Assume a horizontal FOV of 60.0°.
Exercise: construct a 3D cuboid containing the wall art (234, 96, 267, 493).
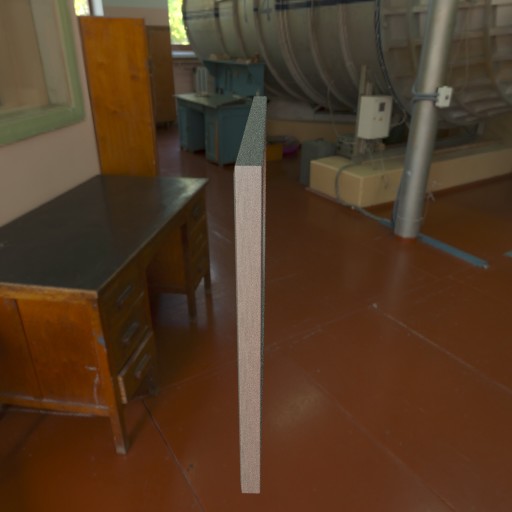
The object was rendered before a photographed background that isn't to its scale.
[{"bbox_3d":[0.000,0.000,0.759,0.028,0.457,0.556,1,26,1],"label":"wall art"}]
